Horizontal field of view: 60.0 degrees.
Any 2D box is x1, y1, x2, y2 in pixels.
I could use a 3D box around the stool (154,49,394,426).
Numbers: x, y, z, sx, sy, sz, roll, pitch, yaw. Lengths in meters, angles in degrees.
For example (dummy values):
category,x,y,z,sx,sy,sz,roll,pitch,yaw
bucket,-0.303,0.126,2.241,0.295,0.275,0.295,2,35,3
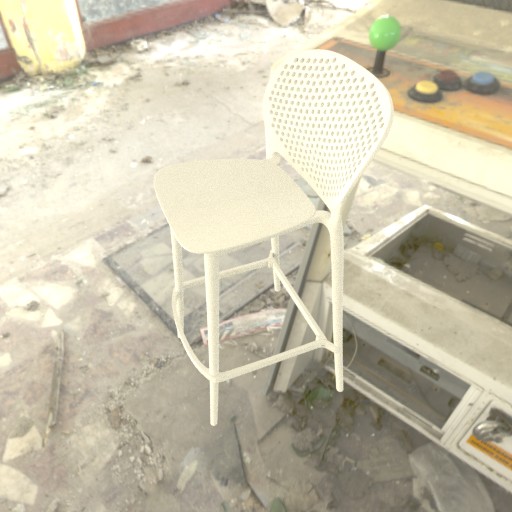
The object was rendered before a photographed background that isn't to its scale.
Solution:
category,x,y,z,sx,sy,sz,roll,pitch,yaw
stool,0.000,0.000,1.322,0.535,1.045,0.536,-17,47,-17
